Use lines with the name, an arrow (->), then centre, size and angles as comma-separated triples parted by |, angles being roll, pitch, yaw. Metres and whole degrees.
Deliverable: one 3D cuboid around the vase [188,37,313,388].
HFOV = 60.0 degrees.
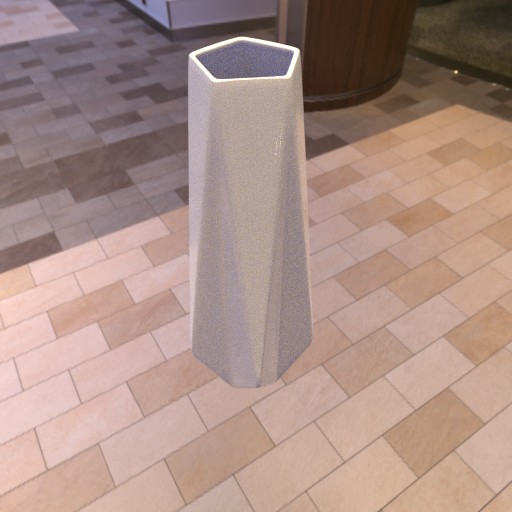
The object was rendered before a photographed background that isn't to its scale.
vase -> 0.000, 0.000, 0.377 | 0.116, 0.329, 0.122 | 8, 46, 8
